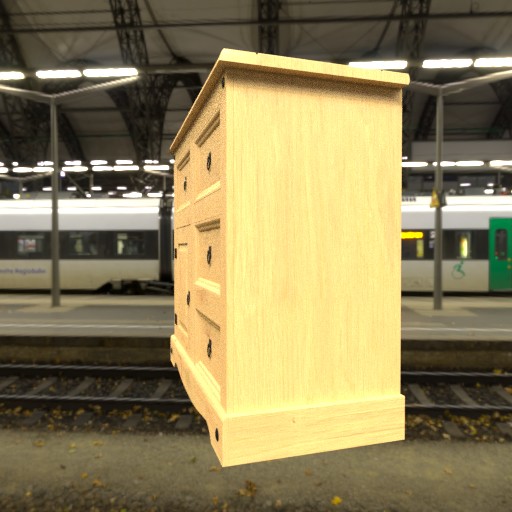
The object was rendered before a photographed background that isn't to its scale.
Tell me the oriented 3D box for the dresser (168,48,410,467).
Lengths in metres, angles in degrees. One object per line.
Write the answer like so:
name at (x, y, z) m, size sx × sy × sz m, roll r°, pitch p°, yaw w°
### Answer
dresser at (0.000, 0.000, 1.378) m, size 0.440 × 0.835 × 0.915 m, roll 0°, pitch 1°, yaw -17°
